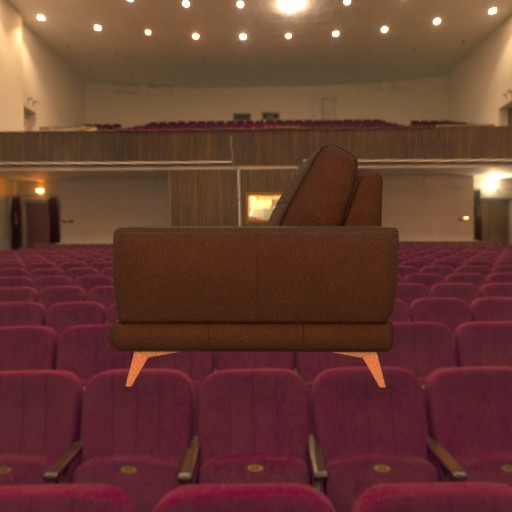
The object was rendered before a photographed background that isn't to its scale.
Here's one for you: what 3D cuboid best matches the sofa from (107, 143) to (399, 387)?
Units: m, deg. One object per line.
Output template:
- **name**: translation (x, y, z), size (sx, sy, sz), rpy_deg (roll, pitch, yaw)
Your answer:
- **sofa**: translation (0.000, 0.000, 2.388), size (1.018, 0.907, 1.806), rpy_deg (0, 1, 1)
